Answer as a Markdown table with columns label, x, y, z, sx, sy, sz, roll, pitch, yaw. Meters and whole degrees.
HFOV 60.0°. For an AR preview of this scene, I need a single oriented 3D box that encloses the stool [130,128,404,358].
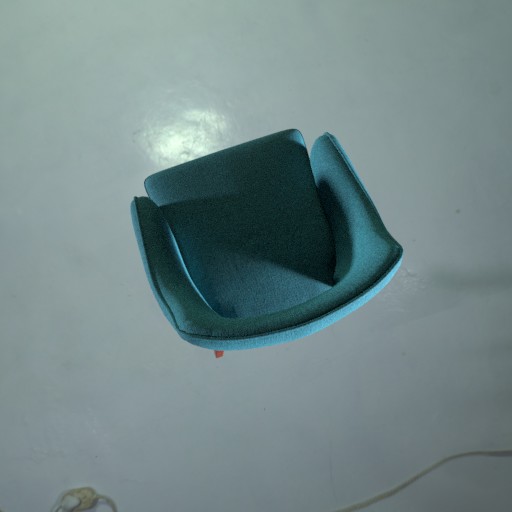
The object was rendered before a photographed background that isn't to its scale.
| label | x | y | z | sx | sy | sz | roll | pitch | yaw |
| --- | --- | --- | --- | --- | --- | --- | --- | --- | --- |
| stool | 0.000 | 0.000 | 1.288 | 0.548 | 0.961 | 0.556 | -20 | 76 | -5 |
